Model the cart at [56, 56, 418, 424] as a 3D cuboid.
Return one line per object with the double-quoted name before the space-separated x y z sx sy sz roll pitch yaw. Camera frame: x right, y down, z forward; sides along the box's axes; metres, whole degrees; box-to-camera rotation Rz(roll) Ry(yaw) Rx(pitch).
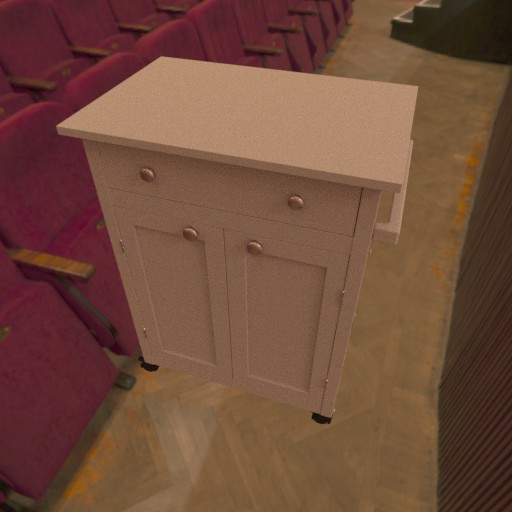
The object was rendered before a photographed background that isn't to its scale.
"cart" 0.000 0.000 1.235 0.683 0.864 0.442 13 43 14
